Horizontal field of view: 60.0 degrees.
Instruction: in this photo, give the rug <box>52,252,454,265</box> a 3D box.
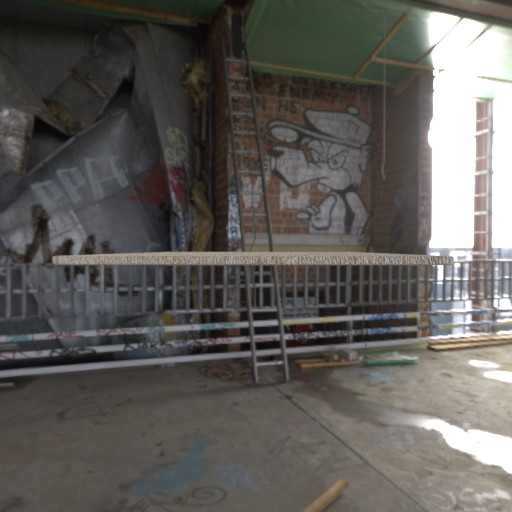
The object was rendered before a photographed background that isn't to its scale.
[{"bbox_3d":[0.000,0.000,2.098,1.200,0.027,1.600,0,1,1],"label":"rug"}]
